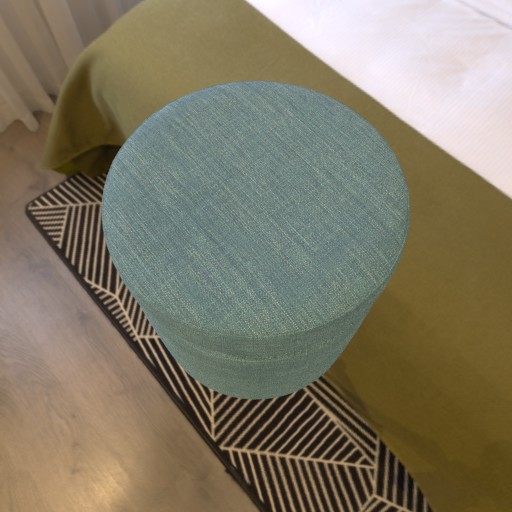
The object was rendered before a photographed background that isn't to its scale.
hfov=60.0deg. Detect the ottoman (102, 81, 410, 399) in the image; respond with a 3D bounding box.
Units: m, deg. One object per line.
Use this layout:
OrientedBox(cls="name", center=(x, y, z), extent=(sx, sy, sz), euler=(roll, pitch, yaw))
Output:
OrientedBox(cls="ottoman", center=(0.000, 0.000, 0.731), extent=(0.398, 0.406, 0.398), euler=(0, 63, 0))
